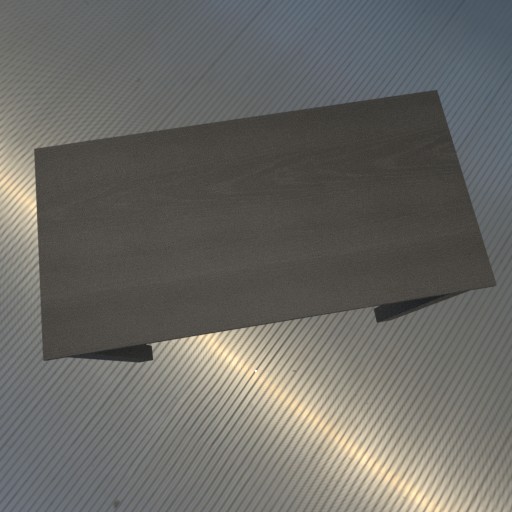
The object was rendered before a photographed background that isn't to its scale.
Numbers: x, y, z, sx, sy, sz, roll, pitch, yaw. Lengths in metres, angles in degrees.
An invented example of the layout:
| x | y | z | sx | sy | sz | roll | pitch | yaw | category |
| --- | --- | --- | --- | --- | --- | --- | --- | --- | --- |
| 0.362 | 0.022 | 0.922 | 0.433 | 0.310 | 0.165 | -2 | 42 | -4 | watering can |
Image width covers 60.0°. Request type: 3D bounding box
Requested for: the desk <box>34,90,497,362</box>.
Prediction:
| x | y | z | sx | sy | sz | roll | pitch | yaw | category |
| --- | --- | --- | --- | --- | --- | --- | --- | --- | --- |
| 0.000 | 0.000 | 1.384 | 0.991 | 0.762 | 0.499 | -9 | 76 | -2 | desk |
